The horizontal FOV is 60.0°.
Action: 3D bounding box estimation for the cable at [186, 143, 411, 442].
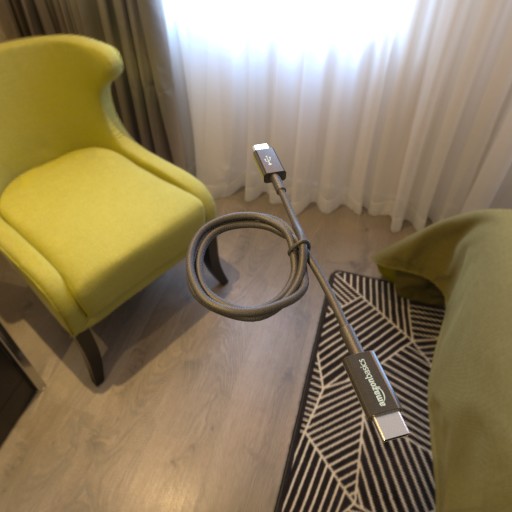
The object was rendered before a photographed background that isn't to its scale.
[{"bbox_3d":[0.000,0.000,0.215,0.070,0.014,0.192,-11,48,-10],"label":"cable"}]
